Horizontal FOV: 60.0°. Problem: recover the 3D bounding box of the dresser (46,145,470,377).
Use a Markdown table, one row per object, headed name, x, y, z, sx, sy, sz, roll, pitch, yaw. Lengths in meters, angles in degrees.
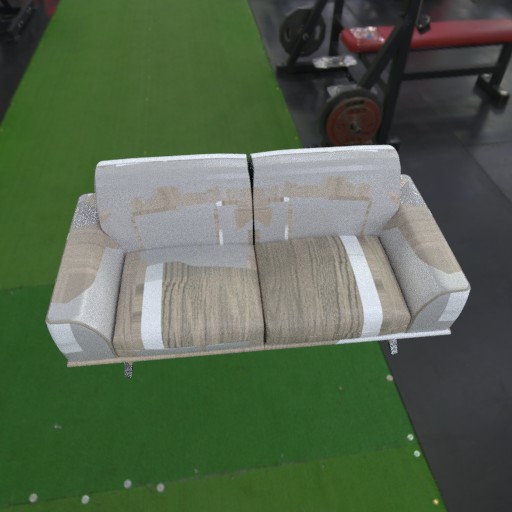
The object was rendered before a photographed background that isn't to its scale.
| name | x | y | z | sx | sy | sz | roll | pitch | yaw |
| --- | --- | --- | --- | --- | --- | --- | --- | --- | --- |
| dresser | 0.000 | 0.000 | 5.687 | 4.679 | 1.863 | 2.251 | -4 | 47 | -4 |
